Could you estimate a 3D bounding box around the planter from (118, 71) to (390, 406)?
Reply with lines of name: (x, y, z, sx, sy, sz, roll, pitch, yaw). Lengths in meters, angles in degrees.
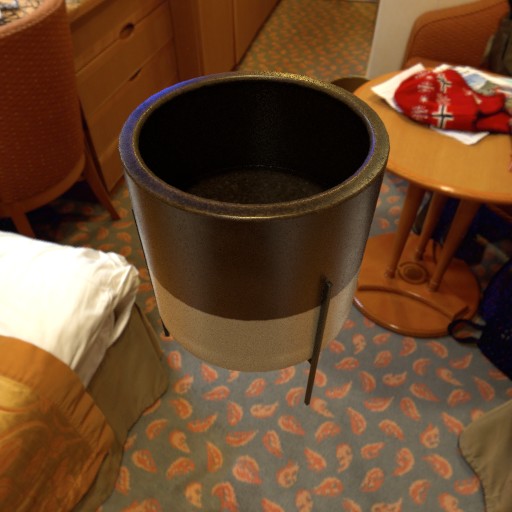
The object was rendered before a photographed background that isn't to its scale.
planter: (0.000, 0.000, 0.731, 0.345, 0.465, 0.354, -24, 51, -21)
